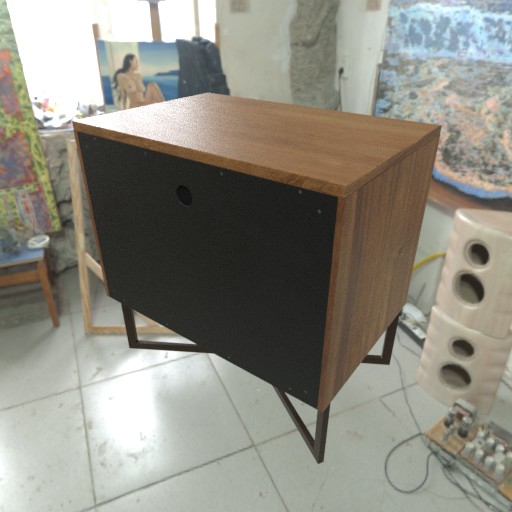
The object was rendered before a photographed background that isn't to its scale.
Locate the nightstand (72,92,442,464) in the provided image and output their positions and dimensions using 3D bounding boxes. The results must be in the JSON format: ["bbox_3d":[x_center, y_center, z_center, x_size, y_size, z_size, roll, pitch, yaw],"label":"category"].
[{"bbox_3d":[0.000,0.000,1.039,0.613,0.615,0.427,20,35,31],"label":"nightstand"}]
